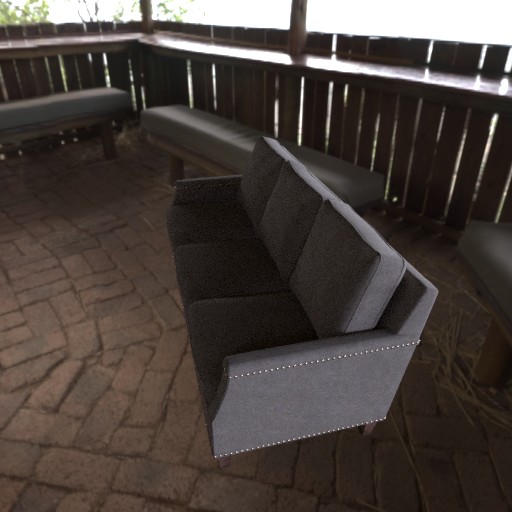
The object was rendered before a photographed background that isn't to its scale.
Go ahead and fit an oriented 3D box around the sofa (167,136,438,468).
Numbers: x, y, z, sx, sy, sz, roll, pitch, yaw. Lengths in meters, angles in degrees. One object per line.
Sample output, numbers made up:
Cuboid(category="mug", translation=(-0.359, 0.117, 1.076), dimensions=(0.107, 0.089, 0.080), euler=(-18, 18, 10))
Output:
Cuboid(category="sofa", translation=(0.000, 0.000, 2.858), dimensions=(1.034, 1.042, 2.226), euler=(-7, 31, -12))
